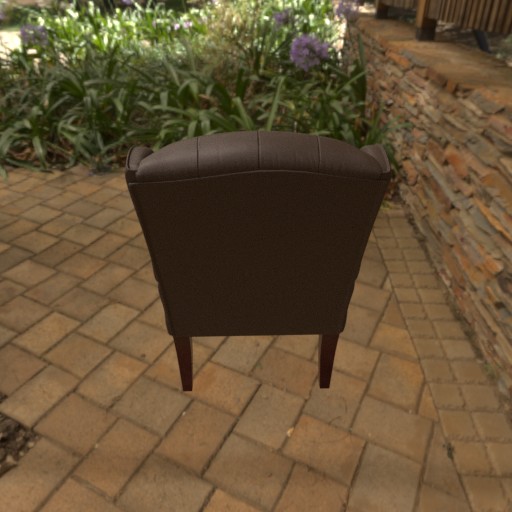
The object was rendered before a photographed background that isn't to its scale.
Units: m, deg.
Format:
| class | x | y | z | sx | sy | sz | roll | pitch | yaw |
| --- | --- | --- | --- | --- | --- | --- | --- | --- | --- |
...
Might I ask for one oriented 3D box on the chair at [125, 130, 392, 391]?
| class | x | y | z | sx | sy | sz | roll | pitch | yaw |
| --- | --- | --- | --- | --- | --- | --- | --- | --- | --- |
| chair | 0.000 | 0.000 | 1.691 | 0.829 | 1.132 | 0.819 | -1 | 32 | -1 |
